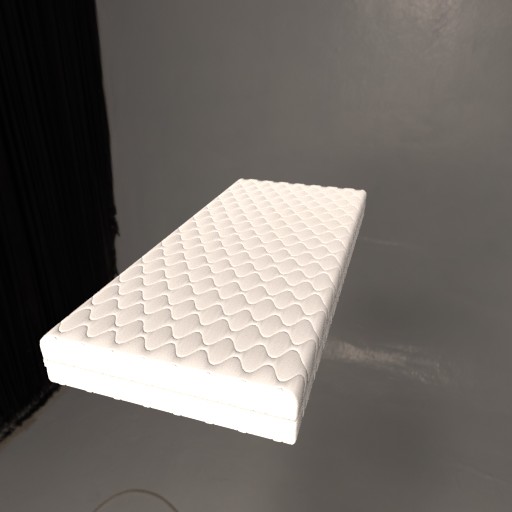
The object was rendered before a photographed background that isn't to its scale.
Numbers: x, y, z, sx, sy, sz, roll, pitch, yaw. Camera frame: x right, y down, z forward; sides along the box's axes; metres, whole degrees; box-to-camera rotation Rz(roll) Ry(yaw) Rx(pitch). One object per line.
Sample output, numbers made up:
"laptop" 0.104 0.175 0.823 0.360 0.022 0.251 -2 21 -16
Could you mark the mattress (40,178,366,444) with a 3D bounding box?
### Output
"mattress" 0.000 0.000 2.250 0.900 0.200 2.000 8 27 16
